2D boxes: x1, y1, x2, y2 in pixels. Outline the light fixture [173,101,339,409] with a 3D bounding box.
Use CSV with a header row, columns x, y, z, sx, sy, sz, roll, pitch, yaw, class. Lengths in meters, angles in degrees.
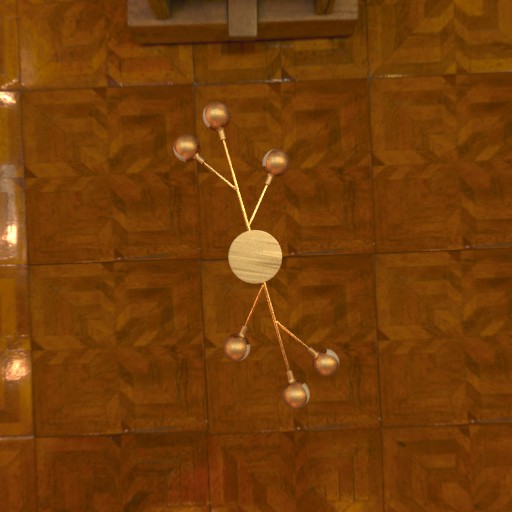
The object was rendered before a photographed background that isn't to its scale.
x,y,z,sx,sy,sz,roll,pitch,yaw,class
0.000,0.000,1.016,0.434,0.362,0.778,0,91,0,light fixture
